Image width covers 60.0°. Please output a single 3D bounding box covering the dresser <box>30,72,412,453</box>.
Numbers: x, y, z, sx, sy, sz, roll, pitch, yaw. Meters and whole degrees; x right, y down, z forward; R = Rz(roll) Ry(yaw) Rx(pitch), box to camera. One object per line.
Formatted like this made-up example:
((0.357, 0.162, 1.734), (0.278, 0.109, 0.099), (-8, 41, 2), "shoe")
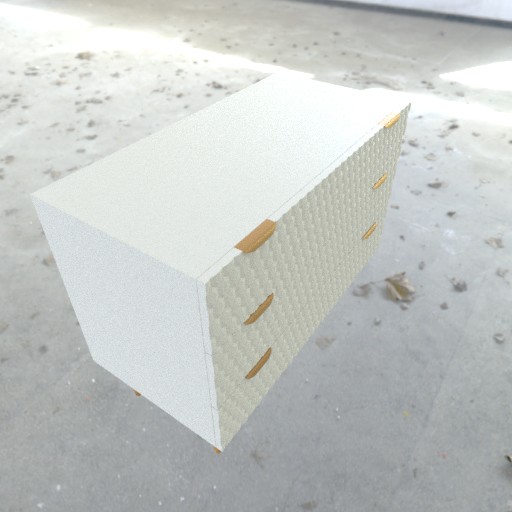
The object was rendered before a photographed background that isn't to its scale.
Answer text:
((0.000, 0.000, 1.290), (0.457, 0.721, 0.905), (24, 46, 26), "dresser")
